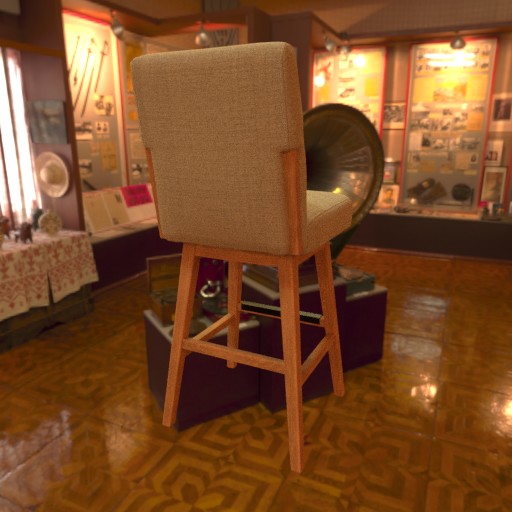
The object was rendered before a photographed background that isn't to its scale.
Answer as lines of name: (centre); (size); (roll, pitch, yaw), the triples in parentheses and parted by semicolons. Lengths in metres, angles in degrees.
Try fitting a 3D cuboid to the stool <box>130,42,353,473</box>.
stool: (0.000, 0.000, 1.373); (0.483, 1.106, 0.569); (8, 17, 26)
